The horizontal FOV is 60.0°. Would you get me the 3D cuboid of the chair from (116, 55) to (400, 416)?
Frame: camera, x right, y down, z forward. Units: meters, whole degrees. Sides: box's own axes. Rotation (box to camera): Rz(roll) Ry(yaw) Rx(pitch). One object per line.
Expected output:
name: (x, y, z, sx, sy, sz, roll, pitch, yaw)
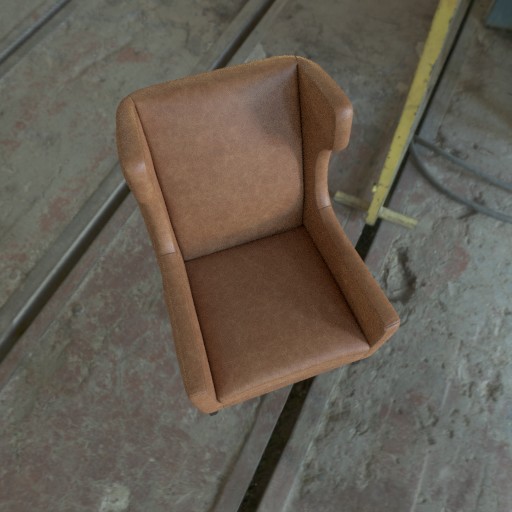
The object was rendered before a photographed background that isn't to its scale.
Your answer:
chair: (0.000, 0.000, 1.668, 0.766, 1.079, 0.899, -17, 64, -9)
